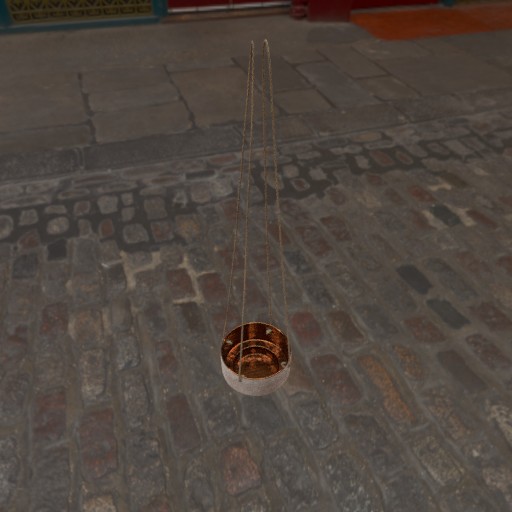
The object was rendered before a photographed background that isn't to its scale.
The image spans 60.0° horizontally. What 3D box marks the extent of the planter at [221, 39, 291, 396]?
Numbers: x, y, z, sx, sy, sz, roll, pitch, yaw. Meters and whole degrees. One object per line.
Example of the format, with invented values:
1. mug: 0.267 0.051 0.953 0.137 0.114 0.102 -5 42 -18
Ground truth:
1. planter: 0.000 0.000 1.135 0.223 1.030 0.223 -13 43 -14
